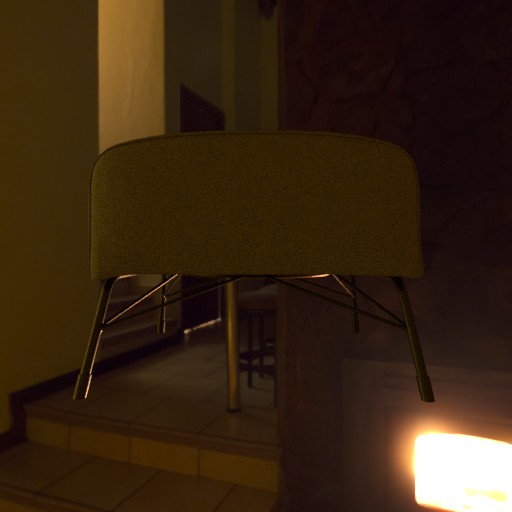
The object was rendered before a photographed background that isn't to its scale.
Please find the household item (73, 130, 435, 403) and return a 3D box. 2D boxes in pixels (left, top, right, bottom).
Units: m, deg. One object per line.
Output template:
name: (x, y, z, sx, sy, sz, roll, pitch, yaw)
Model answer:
household item: (0.000, 0.000, 0.901, 0.530, 0.410, 0.530, 0, 1, 1)
